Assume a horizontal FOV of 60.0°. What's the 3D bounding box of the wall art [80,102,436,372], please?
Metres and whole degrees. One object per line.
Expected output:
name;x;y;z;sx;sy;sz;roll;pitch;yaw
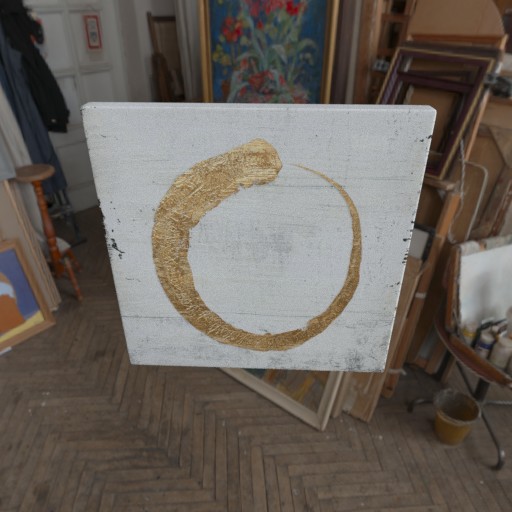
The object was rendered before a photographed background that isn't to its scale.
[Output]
wall art;0.000;0.000;0.927;0.610;0.611;0.040;1;31;2
